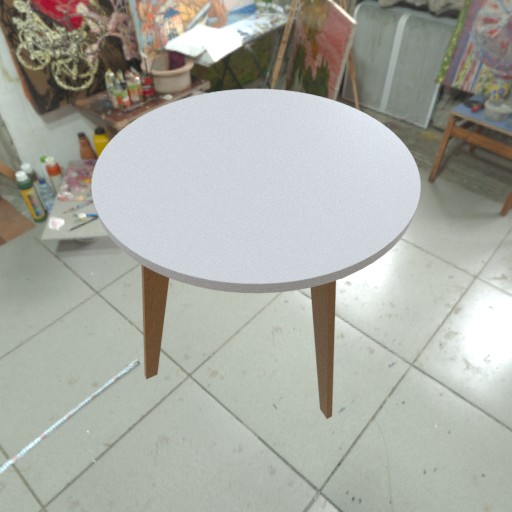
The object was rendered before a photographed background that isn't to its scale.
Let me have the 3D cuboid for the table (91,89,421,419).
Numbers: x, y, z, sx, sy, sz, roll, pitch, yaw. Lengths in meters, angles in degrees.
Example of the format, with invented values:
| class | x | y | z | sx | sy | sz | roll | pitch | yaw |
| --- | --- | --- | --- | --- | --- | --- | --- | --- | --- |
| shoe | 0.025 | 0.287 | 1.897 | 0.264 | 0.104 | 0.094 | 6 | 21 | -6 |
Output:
| class | x | y | z | sx | sy | sz | roll | pitch | yaw |
| --- | --- | --- | --- | --- | --- | --- | --- | --- | --- |
| table | 0.000 | 0.000 | 1.518 | 0.896 | 0.762 | 0.896 | 0 | 46 | 0 |
